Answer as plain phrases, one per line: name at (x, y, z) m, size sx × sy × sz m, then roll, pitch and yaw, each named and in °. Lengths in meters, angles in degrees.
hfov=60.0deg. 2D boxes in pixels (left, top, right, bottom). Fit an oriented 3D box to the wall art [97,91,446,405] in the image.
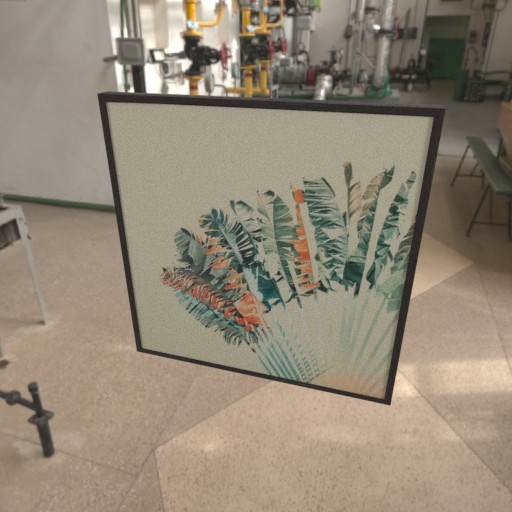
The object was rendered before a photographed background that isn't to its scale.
wall art at (0.000, 0.000, 1.126) m, size 0.762 × 0.758 × 0.043 m, roll 8°, pitch 28°, yaw 15°
